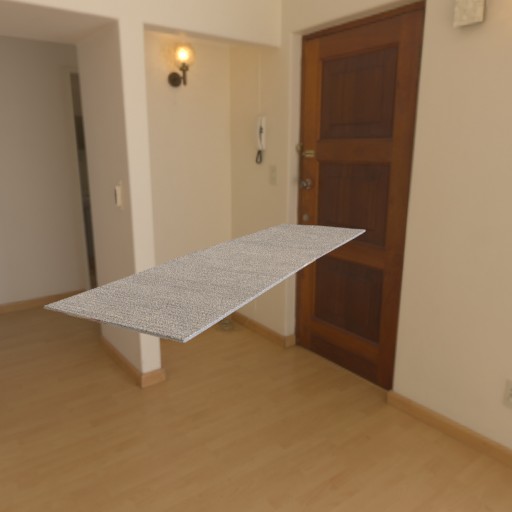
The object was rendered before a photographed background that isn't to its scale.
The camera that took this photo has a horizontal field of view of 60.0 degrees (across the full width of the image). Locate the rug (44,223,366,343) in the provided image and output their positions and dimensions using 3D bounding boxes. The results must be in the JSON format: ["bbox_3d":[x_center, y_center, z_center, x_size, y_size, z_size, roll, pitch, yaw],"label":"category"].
[{"bbox_3d":[0.000,0.000,2.600,0.692,0.032,2.320,7,15,27],"label":"rug"}]
